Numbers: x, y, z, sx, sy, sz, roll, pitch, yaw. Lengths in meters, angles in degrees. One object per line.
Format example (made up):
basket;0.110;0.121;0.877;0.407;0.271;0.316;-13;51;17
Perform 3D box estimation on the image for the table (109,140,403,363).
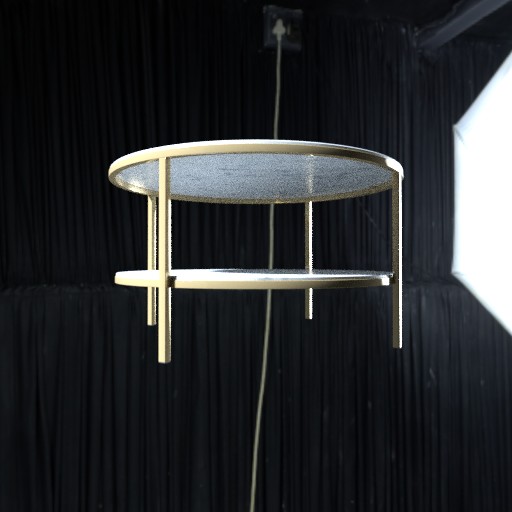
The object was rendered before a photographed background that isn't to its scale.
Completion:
table;0.000;0.000;1.267;0.800;0.450;0.800;0;-1;0
